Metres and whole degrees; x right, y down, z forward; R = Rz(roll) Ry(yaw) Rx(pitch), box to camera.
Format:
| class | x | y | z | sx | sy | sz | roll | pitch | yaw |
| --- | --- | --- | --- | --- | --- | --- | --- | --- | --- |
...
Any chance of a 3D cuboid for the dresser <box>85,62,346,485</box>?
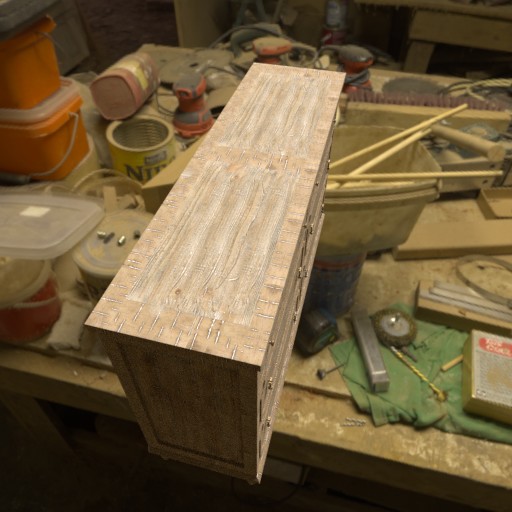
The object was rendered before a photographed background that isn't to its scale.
| class | x | y | z | sx | sy | sz | roll | pitch | yaw |
| --- | --- | --- | --- | --- | --- | --- | --- | --- | --- |
| dresser | 0.000 | 0.000 | 1.980 | 0.457 | 1.016 | 1.626 | 11 | 47 | 10 |
